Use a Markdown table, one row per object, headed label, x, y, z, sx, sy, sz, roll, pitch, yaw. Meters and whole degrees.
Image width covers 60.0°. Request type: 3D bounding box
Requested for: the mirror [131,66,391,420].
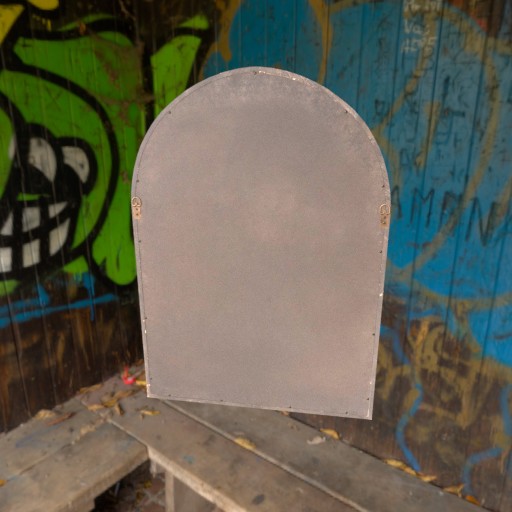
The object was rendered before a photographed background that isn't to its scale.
| label | x | y | z | sx | sy | sz | roll | pitch | yaw |
| --- | --- | --- | --- | --- | --- | --- | --- | --- | --- |
| mirror | 0.000 | 0.000 | 1.168 | 0.660 | 0.920 | 0.032 | 3 | 17 | 9 |
